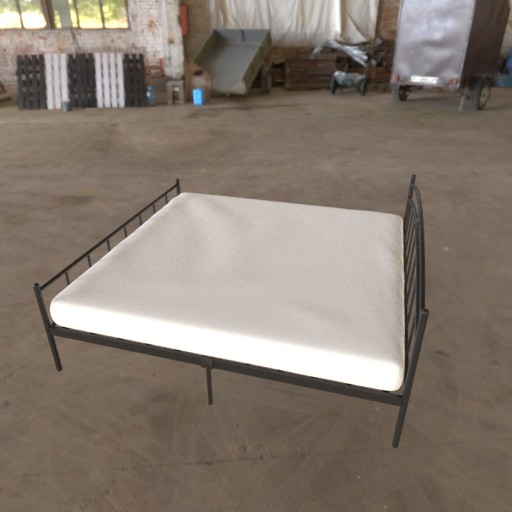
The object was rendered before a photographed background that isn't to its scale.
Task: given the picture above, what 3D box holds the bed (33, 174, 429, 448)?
[{"bbox_3d":[0.000,0.000,3.064,2.040,0.940,1.880,8,30,14],"label":"bed"}]
